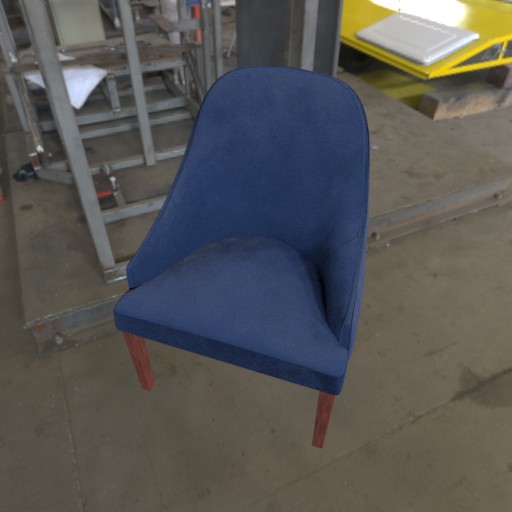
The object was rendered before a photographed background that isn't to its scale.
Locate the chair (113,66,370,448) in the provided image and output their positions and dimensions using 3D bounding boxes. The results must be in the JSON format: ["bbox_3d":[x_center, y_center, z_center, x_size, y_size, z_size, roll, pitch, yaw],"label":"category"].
[{"bbox_3d":[0.000,0.000,1.275,0.643,0.889,0.575,13,43,14],"label":"chair"}]
